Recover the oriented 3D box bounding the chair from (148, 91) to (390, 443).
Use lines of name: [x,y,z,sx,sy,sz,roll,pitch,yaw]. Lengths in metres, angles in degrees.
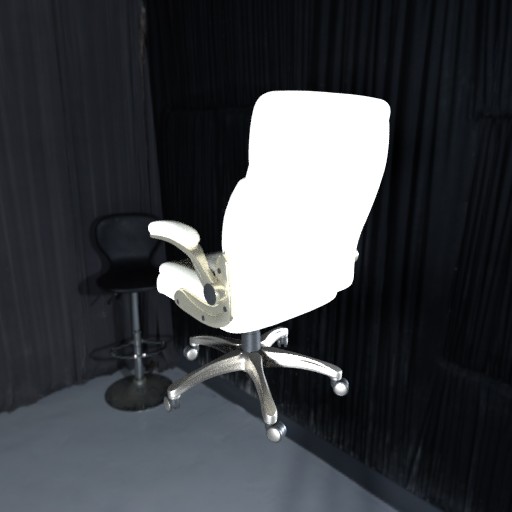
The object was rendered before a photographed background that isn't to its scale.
chair: [0.000,0.000,1.662,0.740,1.110,0.794,-15,22,-42]
